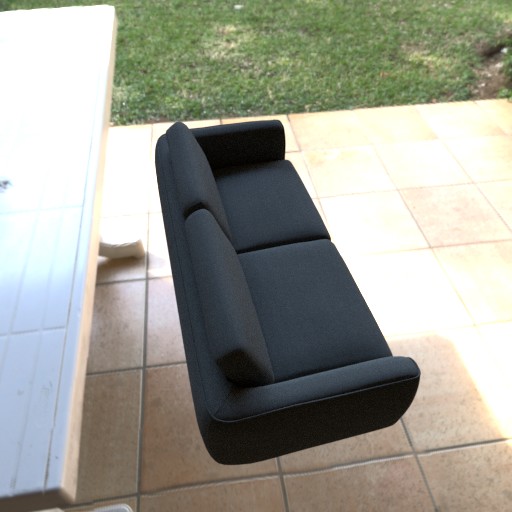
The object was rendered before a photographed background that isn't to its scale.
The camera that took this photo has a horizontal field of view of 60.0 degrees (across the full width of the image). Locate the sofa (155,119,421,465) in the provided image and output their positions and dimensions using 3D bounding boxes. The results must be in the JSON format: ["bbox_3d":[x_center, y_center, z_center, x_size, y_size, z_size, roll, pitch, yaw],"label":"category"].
[{"bbox_3d":[0.000,0.000,2.416,0.920,0.850,2.000,-11,48,-10],"label":"sofa"}]
